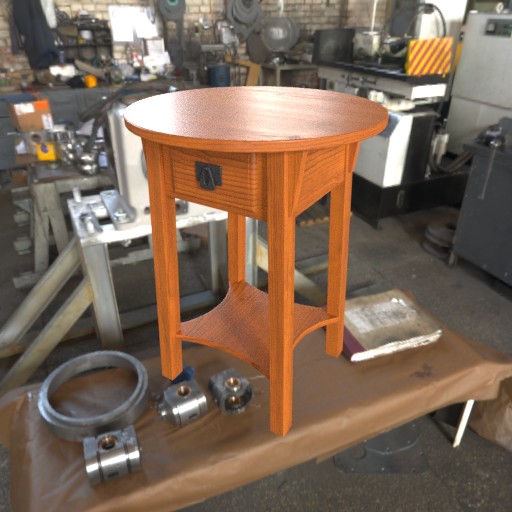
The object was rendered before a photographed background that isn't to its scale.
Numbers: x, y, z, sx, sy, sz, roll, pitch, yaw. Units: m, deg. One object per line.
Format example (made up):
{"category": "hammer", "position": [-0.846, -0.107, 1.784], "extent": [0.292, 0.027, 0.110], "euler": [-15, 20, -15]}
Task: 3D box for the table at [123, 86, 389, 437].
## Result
{"category": "table", "position": [0.000, 0.000, 0.938], "extent": [0.457, 0.610, 0.457], "euler": [0, 30, 0]}
